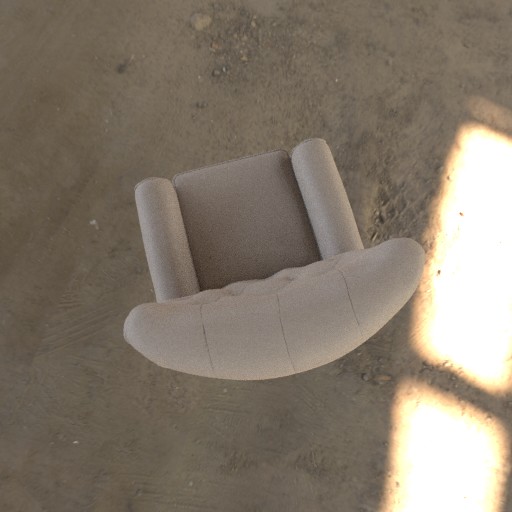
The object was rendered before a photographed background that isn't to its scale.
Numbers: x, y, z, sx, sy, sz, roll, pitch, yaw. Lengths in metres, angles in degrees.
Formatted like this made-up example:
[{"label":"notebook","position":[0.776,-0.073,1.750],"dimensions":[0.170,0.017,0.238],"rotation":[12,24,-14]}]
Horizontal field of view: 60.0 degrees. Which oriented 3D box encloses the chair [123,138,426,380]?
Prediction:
[{"label":"chair","position":[0.000,0.000,1.950],"dimensions":[0.999,1.138,1.041],"rotation":[-14,75,-4]}]
